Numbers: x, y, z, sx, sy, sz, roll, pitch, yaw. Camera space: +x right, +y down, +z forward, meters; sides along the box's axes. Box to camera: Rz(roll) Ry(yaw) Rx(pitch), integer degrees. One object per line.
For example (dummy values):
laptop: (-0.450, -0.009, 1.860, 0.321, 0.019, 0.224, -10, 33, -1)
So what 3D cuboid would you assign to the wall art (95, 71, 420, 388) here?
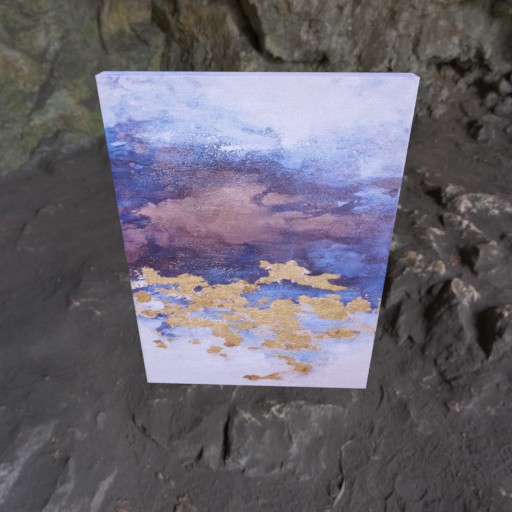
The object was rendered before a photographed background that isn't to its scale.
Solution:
wall art: (0.000, 0.000, 0.757, 0.437, 0.581, 0.036, 1, 30, 2)
